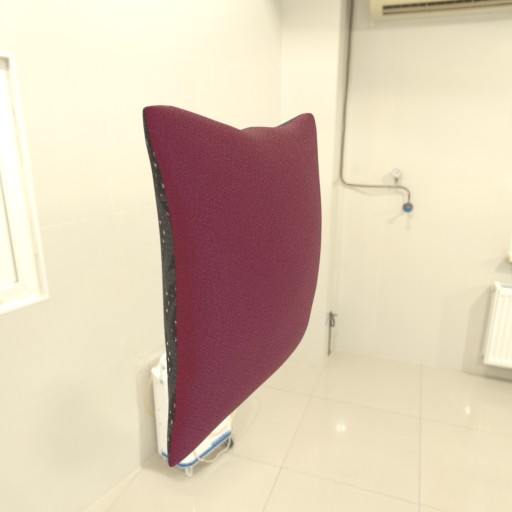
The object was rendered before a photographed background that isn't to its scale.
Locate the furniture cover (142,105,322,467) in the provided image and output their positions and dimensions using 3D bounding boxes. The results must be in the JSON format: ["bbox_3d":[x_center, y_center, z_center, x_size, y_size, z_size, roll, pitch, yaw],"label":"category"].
[{"bbox_3d":[0.000,0.000,0.813,0.193,0.509,0.552,8,19,26],"label":"furniture cover"}]
